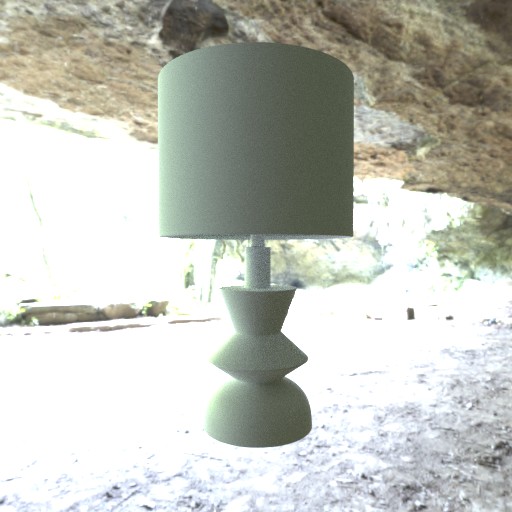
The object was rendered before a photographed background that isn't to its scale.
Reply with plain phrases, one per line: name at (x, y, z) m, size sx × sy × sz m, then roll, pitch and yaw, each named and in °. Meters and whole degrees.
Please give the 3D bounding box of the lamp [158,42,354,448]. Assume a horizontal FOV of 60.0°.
lamp at (0.000, 0.000, 0.700) m, size 0.301 × 0.533 × 0.301 m, roll 0°, pitch 1°, yaw 19°
